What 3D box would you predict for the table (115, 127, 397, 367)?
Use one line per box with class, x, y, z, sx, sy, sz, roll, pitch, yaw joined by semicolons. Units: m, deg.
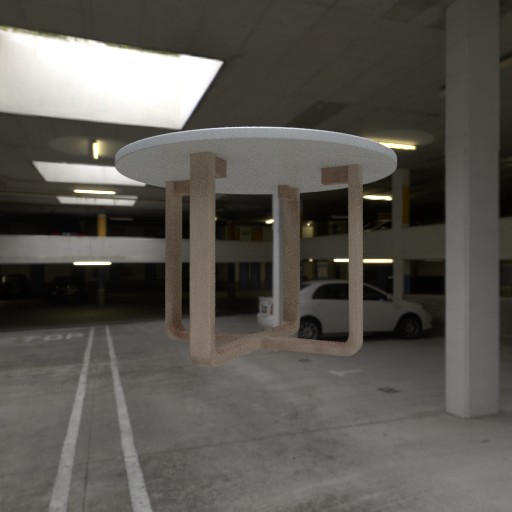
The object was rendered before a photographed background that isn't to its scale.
table;0.000;0.000;0.989;0.600;0.400;0.600;0;0;0
